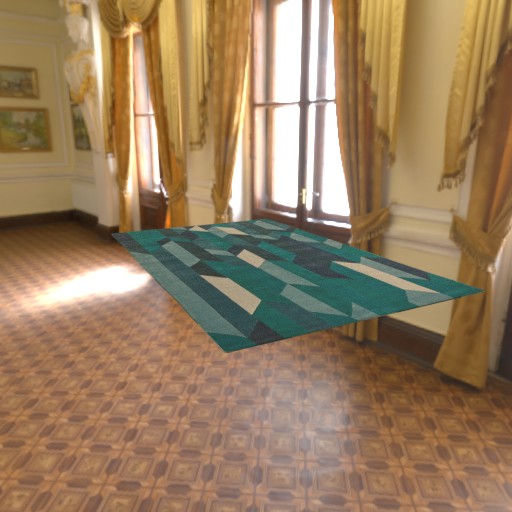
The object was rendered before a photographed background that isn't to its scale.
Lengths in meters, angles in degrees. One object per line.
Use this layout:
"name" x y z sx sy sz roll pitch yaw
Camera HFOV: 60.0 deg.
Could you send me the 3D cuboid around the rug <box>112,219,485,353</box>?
"rug" 0.000 0.000 3.073 1.528 0.005 2.420 -8 17 -26
